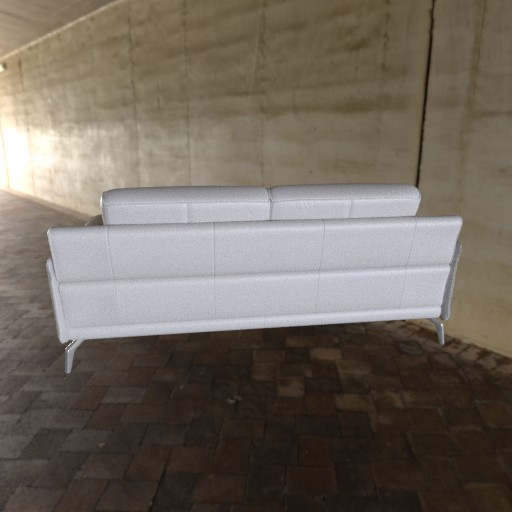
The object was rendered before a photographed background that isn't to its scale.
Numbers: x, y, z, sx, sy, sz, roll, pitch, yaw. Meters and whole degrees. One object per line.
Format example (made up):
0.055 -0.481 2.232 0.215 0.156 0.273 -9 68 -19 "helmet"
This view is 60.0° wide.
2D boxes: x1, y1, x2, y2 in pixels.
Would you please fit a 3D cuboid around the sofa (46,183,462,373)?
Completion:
0.000 0.000 2.611 2.101 0.930 1.049 -2 15 -9 "sofa"
